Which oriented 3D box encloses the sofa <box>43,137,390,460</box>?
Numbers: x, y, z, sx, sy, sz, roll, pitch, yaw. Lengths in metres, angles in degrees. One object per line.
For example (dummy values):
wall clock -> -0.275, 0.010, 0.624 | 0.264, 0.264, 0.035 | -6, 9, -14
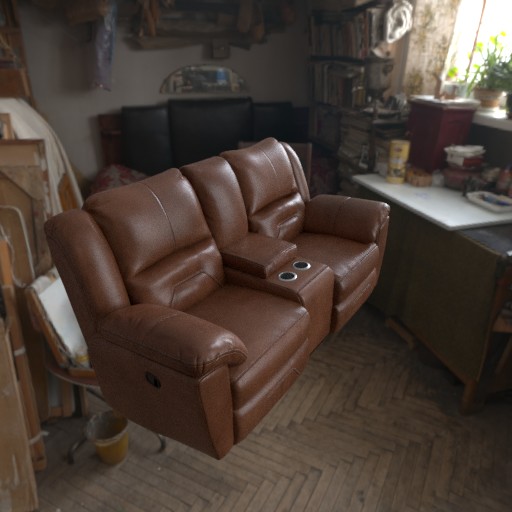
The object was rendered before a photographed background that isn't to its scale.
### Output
sofa -> 0.000, 0.000, 2.598 | 0.991, 1.043, 2.058 | 17, 31, 30
